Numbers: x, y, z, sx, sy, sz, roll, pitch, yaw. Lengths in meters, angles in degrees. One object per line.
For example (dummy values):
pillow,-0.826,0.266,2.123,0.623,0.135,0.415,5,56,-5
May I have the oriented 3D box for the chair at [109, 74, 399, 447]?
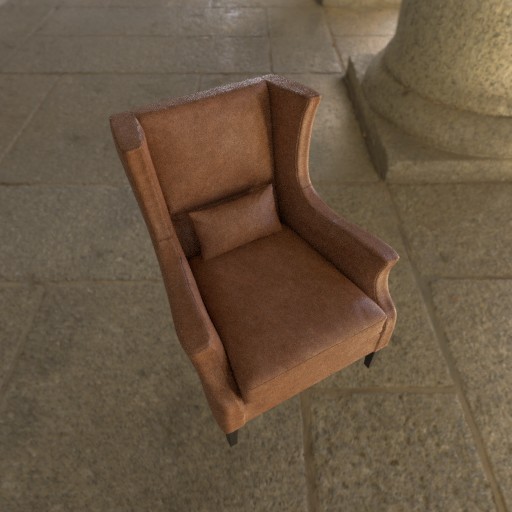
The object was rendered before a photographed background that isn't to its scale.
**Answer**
chair,0.000,0.000,1.746,0.853,1.016,0.926,-23,51,-20
